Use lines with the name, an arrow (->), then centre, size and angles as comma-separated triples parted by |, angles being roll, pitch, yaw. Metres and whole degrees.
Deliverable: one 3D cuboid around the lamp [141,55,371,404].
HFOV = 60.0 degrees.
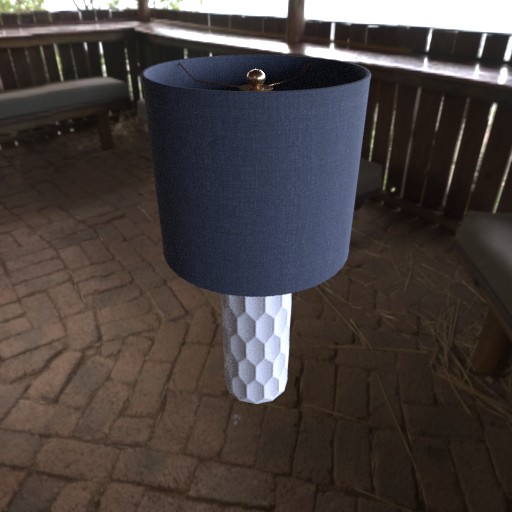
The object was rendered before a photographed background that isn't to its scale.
lamp -> 0.000, 0.000, 0.684 | 0.277, 0.537, 0.277 | -8, 32, -13
